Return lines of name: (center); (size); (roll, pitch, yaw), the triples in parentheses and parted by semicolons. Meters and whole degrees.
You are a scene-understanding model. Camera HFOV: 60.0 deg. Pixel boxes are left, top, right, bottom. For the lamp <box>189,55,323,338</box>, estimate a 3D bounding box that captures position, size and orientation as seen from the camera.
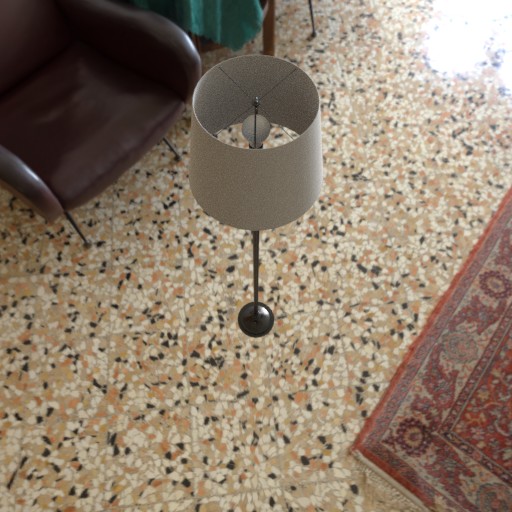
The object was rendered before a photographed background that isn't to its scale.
lamp: (0.000, 0.000, 1.735); (0.379, 1.623, 0.379); (0, 64, 0)
